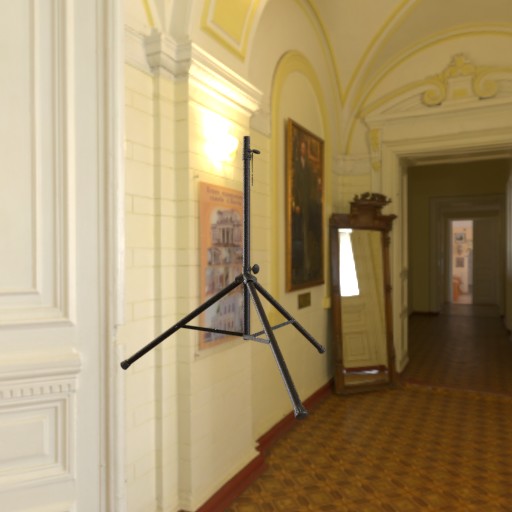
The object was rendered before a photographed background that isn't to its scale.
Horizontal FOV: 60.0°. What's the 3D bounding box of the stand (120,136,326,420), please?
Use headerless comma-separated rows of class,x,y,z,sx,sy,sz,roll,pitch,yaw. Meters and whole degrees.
stand,0.000,0.000,2.757,1.596,1.595,1.339,0,0,-18
